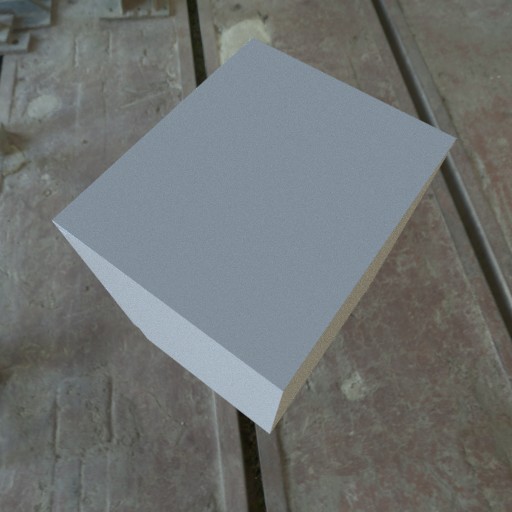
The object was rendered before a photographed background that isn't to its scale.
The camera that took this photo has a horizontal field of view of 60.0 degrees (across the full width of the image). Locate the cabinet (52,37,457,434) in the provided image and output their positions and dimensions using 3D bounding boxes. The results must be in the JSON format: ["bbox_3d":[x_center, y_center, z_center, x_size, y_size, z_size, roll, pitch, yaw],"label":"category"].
[{"bbox_3d":[0.000,0.000,0.767,0.360,0.470,0.400,33,68,15],"label":"cabinet"}]
